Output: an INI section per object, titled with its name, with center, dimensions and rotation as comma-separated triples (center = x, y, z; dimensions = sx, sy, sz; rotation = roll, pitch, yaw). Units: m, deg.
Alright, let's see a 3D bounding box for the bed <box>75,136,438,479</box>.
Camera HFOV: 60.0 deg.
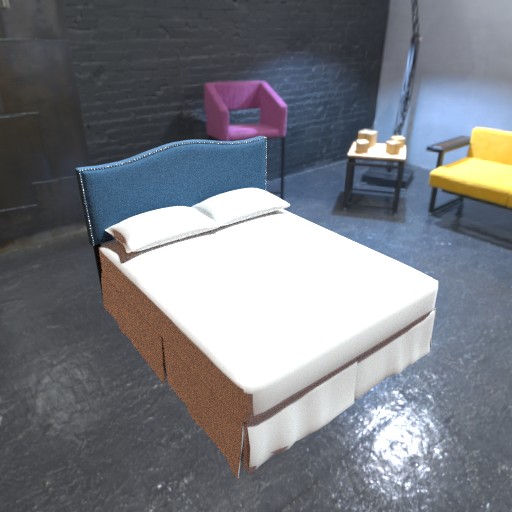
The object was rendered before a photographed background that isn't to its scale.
[bed]
center = 0.000, 0.000, 2.922
dimensions = 1.610, 1.169, 1.872
rotation = -20, 34, -33
